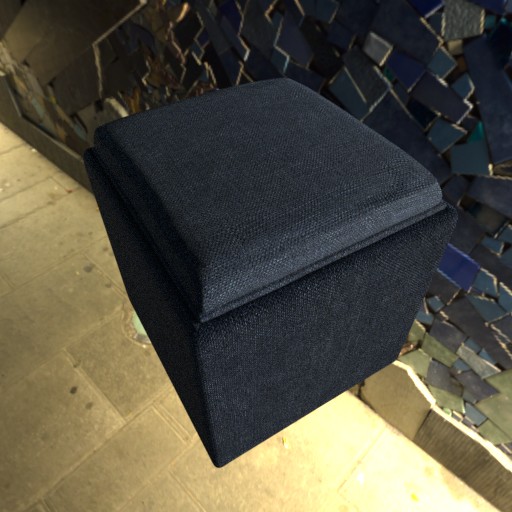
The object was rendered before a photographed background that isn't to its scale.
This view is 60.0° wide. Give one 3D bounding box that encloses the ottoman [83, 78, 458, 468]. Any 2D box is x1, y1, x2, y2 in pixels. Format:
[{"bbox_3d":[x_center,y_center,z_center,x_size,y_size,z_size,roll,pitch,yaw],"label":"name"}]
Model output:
[{"bbox_3d":[0.000,0.000,0.827,0.436,0.493,0.454,-23,51,-21],"label":"ottoman"}]
